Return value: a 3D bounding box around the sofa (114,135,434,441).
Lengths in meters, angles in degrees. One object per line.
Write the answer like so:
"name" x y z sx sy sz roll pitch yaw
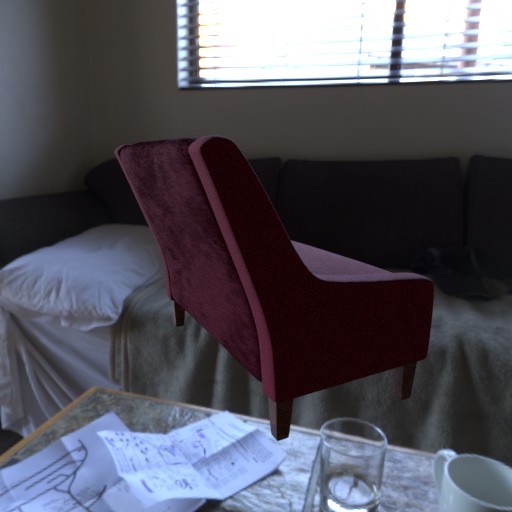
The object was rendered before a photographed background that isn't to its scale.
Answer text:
"sofa" 0.000 0.000 1.953 0.946 0.976 1.242 -6 14 -26
